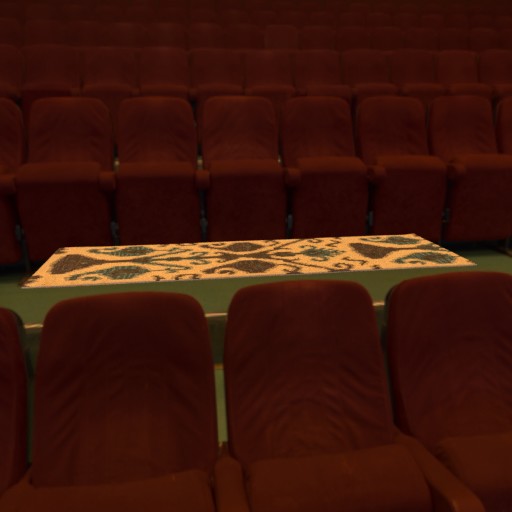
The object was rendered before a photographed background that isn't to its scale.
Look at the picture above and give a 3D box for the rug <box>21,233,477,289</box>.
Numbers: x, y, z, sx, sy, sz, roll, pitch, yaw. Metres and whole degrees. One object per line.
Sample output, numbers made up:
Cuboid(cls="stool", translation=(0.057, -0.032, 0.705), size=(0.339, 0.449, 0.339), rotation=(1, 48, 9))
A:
Cuboid(cls="rug", translation=(0.000, 0.000, 2.529), size=(2.301, 0.017, 0.692), rotation=(-3, 17, -9))
